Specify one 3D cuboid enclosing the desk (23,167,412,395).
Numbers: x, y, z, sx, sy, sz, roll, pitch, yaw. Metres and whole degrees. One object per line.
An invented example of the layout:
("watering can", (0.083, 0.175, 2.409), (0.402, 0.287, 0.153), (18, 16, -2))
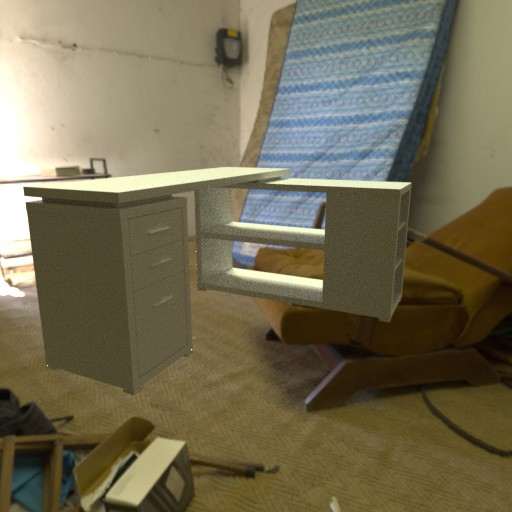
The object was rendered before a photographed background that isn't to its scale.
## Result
("desk", (0.000, 0.000, 2.160), (1.200, 0.753, 1.524), (7, 16, 25))
